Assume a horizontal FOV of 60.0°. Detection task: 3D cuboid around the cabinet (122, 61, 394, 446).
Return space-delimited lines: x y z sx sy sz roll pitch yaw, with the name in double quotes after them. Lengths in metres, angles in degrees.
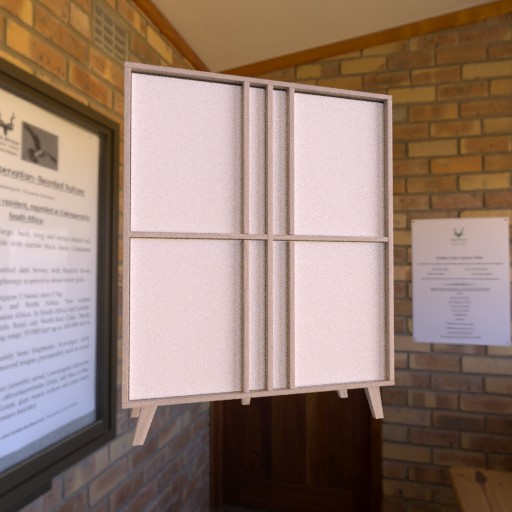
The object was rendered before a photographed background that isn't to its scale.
0.000 0.000 1.932 1.111 1.388 0.398 0 -2 -17 "cabinet"
